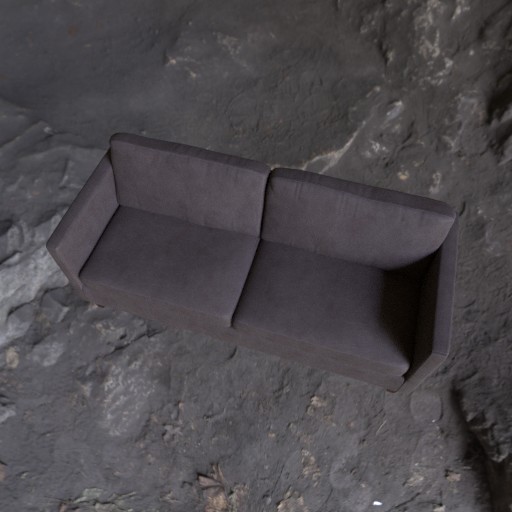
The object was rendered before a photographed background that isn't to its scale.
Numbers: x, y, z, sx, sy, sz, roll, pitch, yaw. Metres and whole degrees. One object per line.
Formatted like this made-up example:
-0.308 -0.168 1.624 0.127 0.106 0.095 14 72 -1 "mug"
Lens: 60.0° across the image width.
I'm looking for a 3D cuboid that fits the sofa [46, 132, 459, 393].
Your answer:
0.000 0.000 2.726 2.208 0.965 0.951 14 59 9 "sofa"
